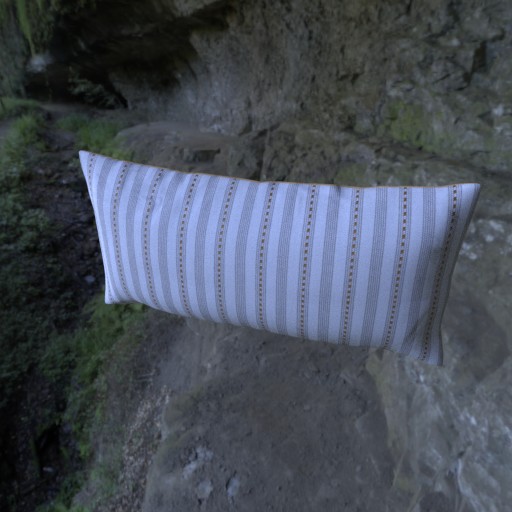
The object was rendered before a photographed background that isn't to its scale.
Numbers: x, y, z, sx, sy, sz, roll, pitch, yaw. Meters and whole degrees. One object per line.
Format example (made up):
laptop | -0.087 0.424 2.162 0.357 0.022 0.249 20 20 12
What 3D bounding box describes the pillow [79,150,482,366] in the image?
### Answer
pillow | 0.000 0.000 0.706 0.608 0.291 0.151 8 28 15
